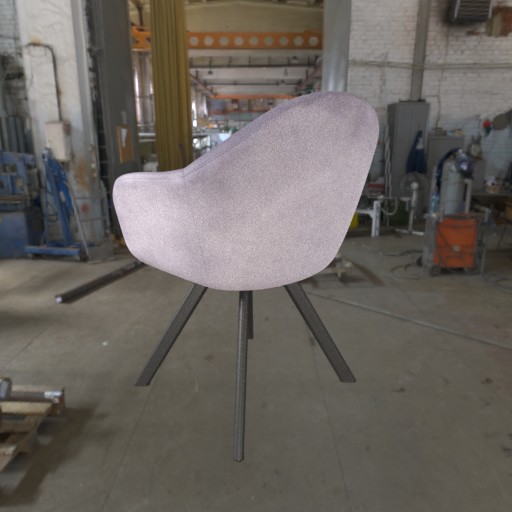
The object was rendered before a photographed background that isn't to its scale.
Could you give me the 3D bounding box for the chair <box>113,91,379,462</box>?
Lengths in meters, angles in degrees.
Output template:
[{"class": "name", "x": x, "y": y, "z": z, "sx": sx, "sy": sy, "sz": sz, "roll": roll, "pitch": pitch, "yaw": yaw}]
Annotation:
[{"class": "chair", "x": 0.000, "y": 0.000, "z": 1.156, "sx": 0.570, "sy": 0.780, "sz": 0.540, "roll": -15, "pitch": 22, "yaw": -43}]
